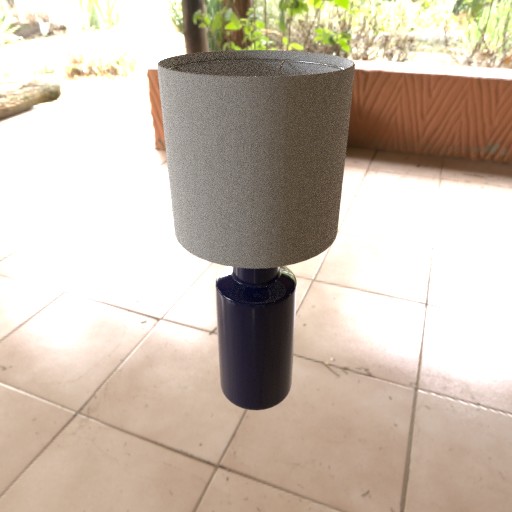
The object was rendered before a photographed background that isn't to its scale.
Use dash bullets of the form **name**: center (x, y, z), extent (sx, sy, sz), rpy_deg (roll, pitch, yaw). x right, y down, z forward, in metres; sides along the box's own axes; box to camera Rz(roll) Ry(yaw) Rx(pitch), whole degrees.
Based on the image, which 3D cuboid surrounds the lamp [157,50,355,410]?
- **lamp**: center (0.000, 0.000, 0.607), extent (0.212, 0.493, 0.212), rpy_deg (11, 32, 18)
